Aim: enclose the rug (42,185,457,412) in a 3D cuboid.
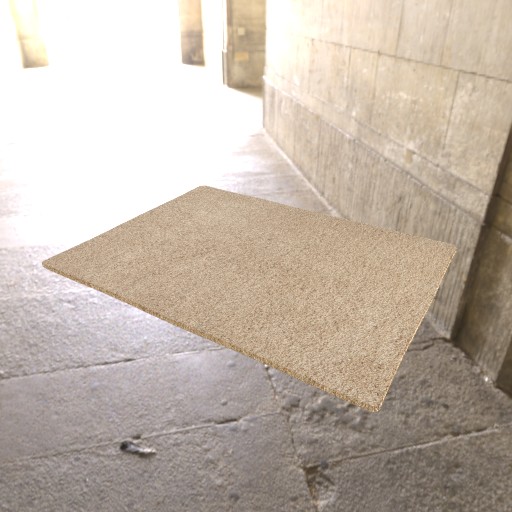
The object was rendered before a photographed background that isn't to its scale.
[{"bbox_3d":[0.000,0.000,2.116,1.600,0.025,1.199,17,34,28],"label":"rug"}]
